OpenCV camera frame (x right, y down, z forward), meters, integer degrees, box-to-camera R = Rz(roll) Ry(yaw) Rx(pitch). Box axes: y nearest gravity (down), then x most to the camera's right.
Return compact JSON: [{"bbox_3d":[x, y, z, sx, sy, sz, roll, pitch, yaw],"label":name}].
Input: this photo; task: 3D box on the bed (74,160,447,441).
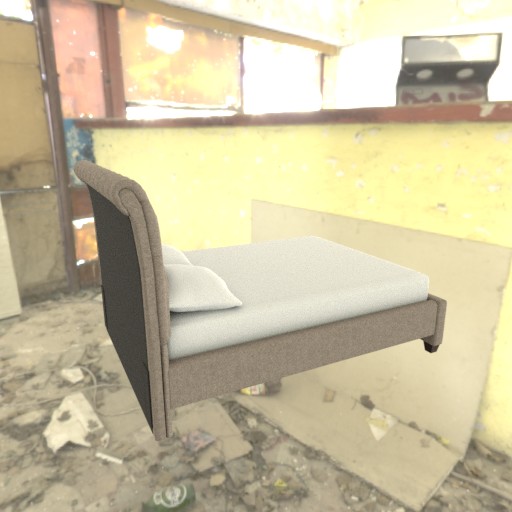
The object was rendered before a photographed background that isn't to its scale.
[{"bbox_3d":[0.000,0.000,3.298,2.252,1.371,1.645,-8,17,-26],"label":"bed"}]
